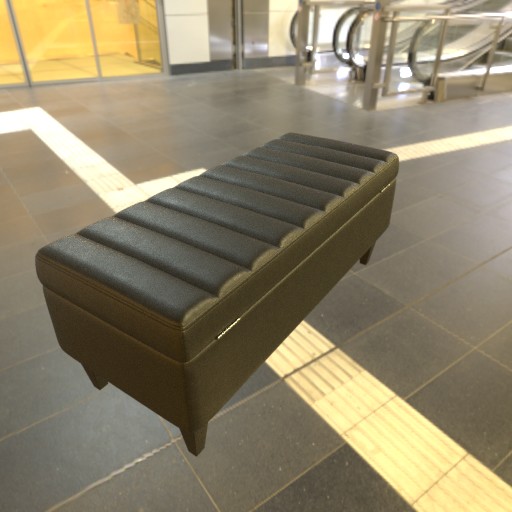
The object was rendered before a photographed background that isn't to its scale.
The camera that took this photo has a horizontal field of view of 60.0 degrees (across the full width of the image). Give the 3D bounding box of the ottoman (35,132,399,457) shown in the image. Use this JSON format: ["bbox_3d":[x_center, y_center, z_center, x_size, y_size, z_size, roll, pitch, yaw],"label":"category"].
[{"bbox_3d":[0.000,0.000,1.404,0.482,0.469,1.151,20,37,29],"label":"ottoman"}]
